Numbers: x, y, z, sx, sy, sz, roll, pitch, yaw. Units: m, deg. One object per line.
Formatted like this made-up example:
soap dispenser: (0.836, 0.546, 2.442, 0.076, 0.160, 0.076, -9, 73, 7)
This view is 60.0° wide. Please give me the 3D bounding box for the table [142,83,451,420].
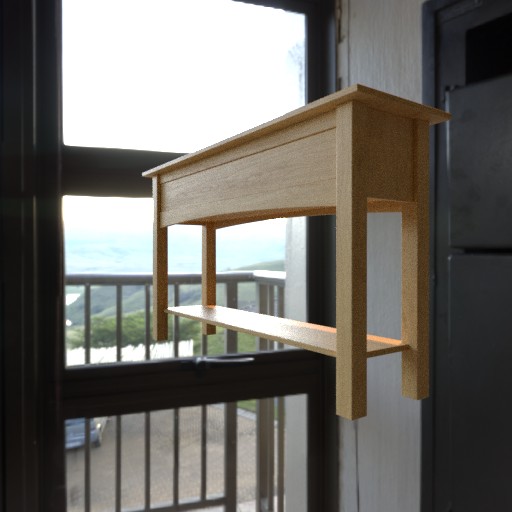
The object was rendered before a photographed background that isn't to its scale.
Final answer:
table: (0.000, 0.000, 1.540, 0.350, 0.730, 1.240, 0, 0, -35)
